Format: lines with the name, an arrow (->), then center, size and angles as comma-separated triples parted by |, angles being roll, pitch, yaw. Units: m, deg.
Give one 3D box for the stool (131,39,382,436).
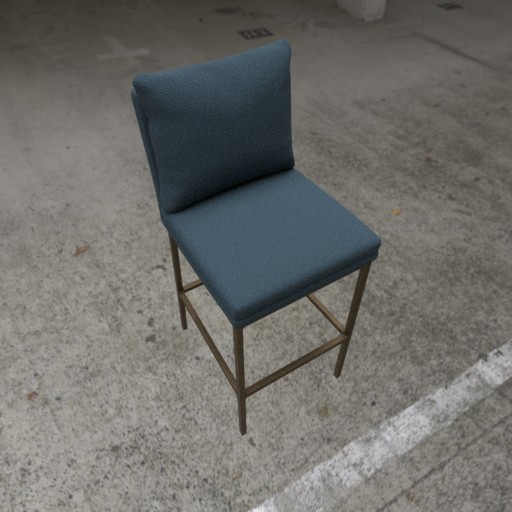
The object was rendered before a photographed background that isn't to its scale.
stool -> 0.000, 0.000, 1.405 | 0.463, 1.124, 0.568 | -24, 51, -21
